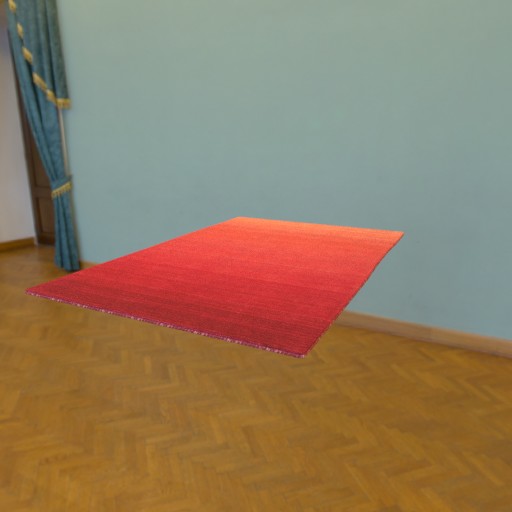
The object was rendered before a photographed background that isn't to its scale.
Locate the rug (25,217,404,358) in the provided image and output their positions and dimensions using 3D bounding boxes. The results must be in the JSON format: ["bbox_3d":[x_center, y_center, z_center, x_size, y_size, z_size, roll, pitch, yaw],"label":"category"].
[{"bbox_3d":[0.000,0.000,2.335,1.230,0.018,1.835,8,17,26],"label":"rug"}]
